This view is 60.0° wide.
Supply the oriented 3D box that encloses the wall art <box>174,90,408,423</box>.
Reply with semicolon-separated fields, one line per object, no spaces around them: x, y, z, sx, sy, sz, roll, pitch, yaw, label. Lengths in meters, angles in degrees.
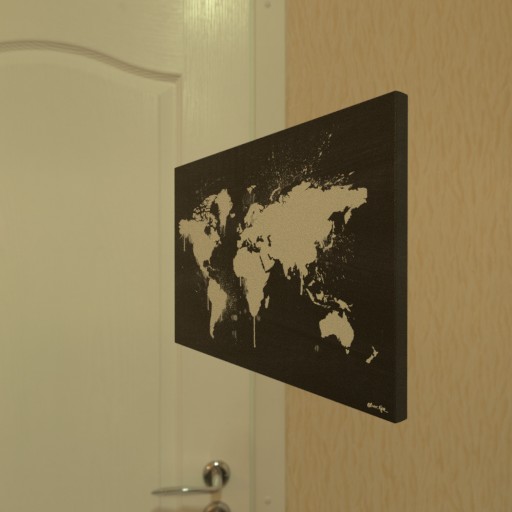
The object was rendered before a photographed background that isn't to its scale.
0.000;0.000;1.186;0.038;0.612;0.912;0;0;-36;wall art
